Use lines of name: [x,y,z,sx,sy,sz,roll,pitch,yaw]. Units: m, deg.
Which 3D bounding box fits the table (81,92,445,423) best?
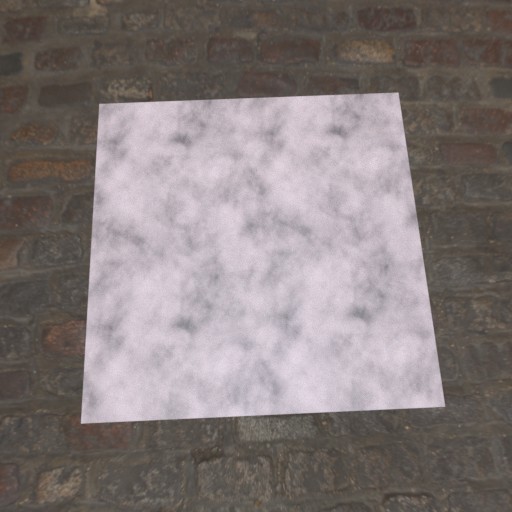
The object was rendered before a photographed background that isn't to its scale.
table: [0.000,0.000,1.345,0.890,0.305,0.890,-2,75,-1]
